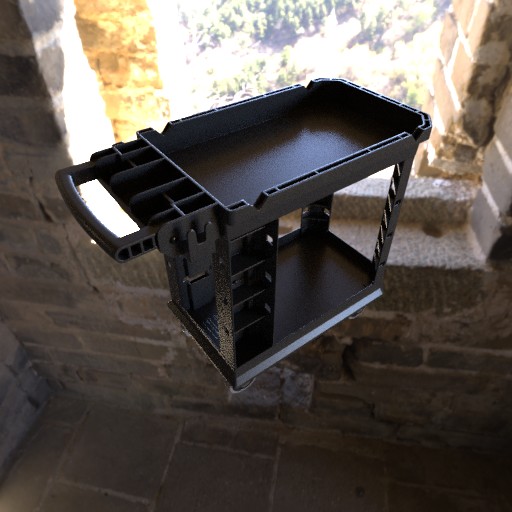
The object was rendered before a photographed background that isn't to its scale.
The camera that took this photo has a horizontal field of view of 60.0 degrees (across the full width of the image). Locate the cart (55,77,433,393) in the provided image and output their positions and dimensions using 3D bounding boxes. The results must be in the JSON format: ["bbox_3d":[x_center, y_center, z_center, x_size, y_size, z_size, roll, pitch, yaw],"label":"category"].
[{"bbox_3d":[0.000,0.000,1.545,1.061,0.884,0.497,-26,48,-26],"label":"cart"}]
